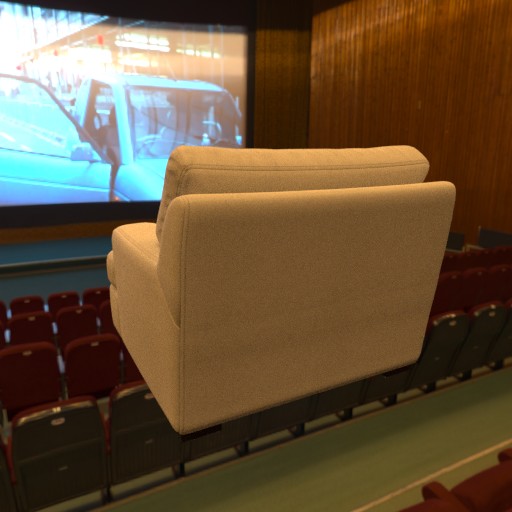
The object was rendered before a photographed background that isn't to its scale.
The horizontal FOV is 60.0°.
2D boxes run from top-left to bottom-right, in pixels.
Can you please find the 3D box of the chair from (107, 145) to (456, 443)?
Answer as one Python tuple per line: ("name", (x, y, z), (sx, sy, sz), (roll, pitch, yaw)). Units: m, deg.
("chair", (0.000, 0.000, 1.924), (1.140, 0.930, 1.158), (-7, 16, -27))
